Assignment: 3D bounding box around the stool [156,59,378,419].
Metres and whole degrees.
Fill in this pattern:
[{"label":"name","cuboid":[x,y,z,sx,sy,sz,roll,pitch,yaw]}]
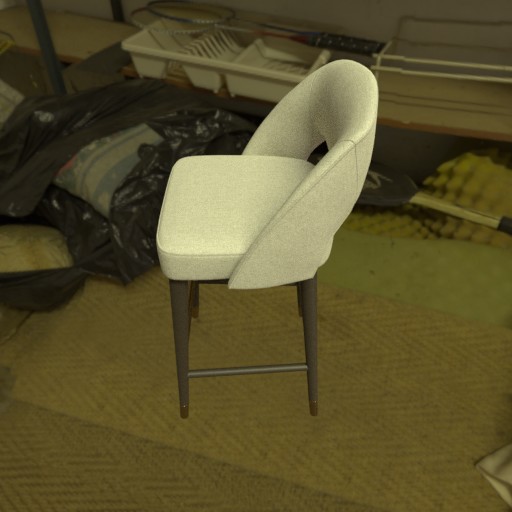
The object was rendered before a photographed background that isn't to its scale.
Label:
[{"label":"stool","cuboid":[0.000,0.000,1.288,0.509,1.037,0.494,-1,42,-1]}]
